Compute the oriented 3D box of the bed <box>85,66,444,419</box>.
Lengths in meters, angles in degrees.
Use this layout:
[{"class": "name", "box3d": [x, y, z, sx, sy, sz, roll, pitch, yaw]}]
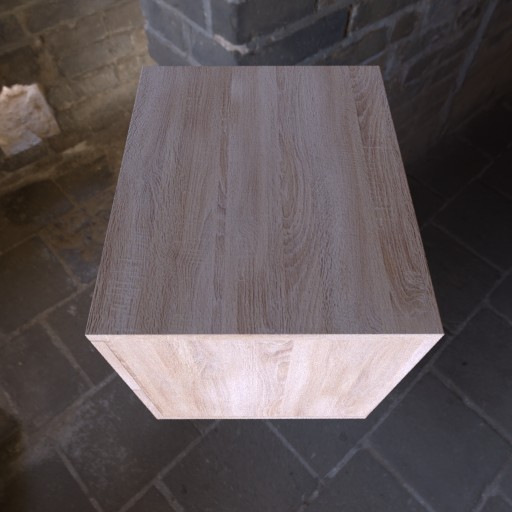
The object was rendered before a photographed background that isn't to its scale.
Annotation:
[{"class": "bed", "box3d": [0.000, 0.000, 0.770, 0.401, 0.420, 0.460, 0, 58, 0]}]
